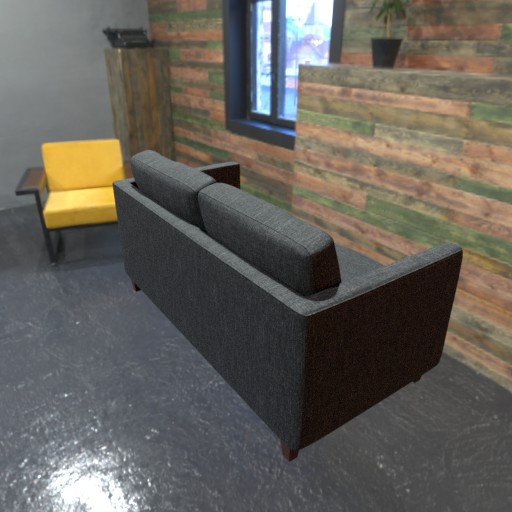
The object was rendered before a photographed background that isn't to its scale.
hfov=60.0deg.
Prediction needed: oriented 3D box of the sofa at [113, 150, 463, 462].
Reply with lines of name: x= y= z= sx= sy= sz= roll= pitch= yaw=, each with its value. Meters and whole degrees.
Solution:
sofa: x=0.000 y=0.000 z=2.462 sx=0.950 sy=0.963 sz=1.884 roll=-17 pitch=31 yaw=-31
